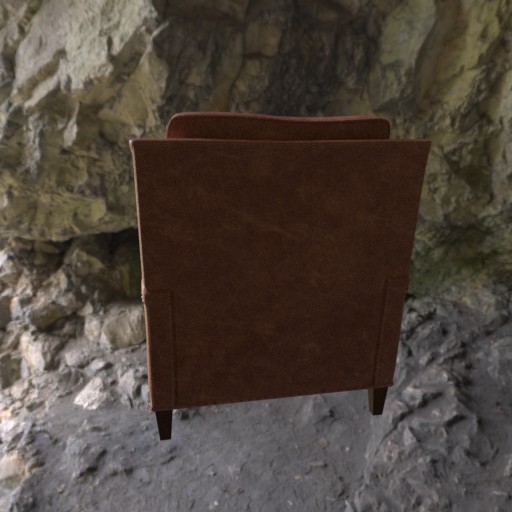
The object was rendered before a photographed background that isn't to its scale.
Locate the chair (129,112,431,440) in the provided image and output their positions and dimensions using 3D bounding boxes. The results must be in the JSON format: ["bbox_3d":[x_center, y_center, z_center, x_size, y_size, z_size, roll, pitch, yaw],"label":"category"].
[{"bbox_3d":[0.000,0.000,1.795,0.854,1.054,1.035,-3,14,-10],"label":"chair"}]
